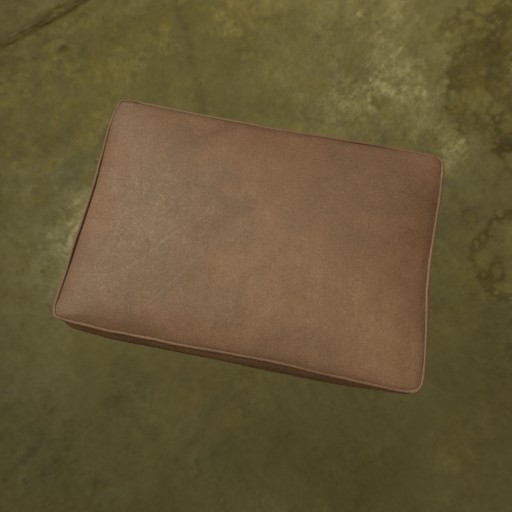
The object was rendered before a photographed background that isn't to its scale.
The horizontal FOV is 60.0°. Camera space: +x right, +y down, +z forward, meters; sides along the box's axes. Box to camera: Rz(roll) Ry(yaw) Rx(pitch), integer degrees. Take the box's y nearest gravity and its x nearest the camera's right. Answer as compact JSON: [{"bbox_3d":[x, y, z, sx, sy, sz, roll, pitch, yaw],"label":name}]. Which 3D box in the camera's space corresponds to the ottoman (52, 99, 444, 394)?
[{"bbox_3d":[0.000,0.000,1.232,0.860,0.481,0.596,11,76,3],"label":"ottoman"}]
